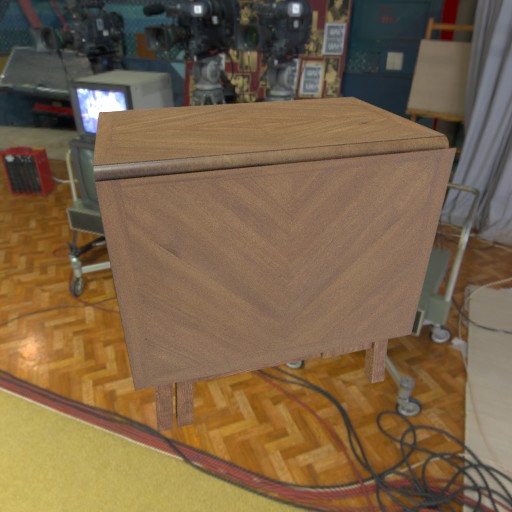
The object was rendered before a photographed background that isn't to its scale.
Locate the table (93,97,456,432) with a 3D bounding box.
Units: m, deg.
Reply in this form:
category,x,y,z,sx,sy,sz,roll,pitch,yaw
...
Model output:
category,x,y,z,sx,sy,sz,roll,pitch,yaw
table,0.000,0.000,1.653,0.967,0.981,0.701,-8,31,-14
